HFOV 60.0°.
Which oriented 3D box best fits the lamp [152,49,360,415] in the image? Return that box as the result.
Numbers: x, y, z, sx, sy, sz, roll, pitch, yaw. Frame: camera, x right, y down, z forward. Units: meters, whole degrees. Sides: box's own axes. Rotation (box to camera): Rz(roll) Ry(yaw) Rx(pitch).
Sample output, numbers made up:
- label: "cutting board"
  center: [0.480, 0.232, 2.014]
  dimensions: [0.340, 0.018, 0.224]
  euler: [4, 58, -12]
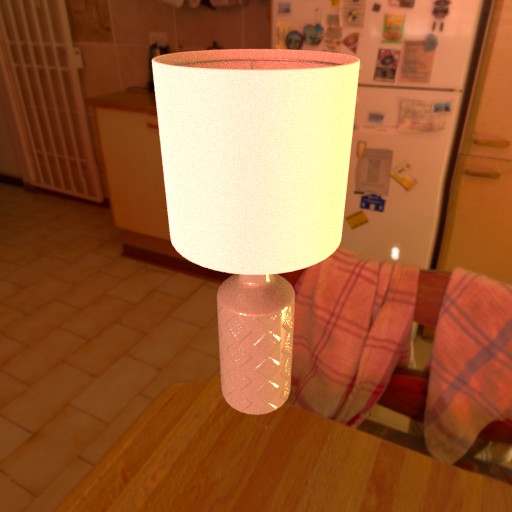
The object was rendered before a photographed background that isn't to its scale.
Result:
- label: "lamp"
  center: [0.000, 0.000, 0.561]
  dimensions: [0.207, 0.461, 0.207]
  euler: [-1, 29, -3]
